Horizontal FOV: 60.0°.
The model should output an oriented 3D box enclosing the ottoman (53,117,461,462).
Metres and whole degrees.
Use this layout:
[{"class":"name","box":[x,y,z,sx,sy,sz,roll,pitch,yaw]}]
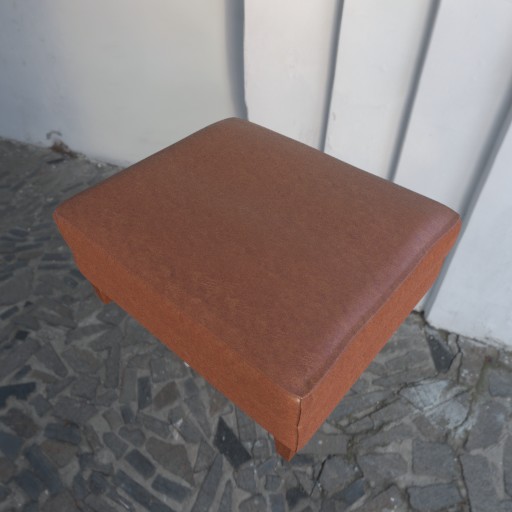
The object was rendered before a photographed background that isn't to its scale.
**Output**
[{"class":"ottoman","box":[0.000,0.000,1.475,0.987,0.472,0.836,32,53,28]}]
